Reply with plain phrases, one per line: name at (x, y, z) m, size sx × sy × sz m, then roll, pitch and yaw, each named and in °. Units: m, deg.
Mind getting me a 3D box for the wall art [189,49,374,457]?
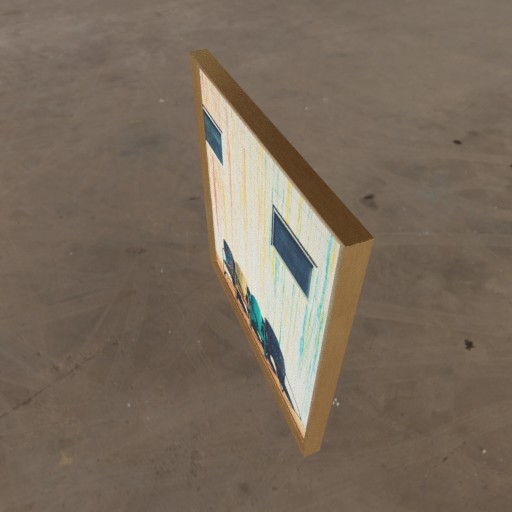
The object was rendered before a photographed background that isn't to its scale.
wall art at (0.000, 0.000, 0.451) m, size 0.019 × 0.302 × 0.302 m, roll -16°, pitch 47°, yaw -16°
